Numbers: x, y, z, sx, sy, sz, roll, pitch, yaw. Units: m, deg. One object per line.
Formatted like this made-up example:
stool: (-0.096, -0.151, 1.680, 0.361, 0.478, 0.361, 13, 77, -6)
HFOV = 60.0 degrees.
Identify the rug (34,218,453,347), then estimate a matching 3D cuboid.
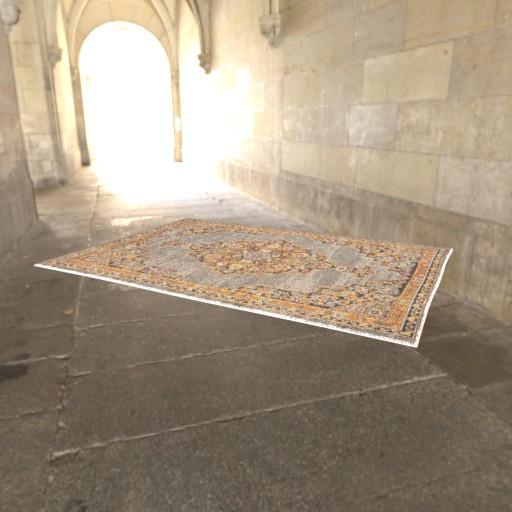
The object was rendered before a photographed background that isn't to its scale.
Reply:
rug: (0.000, 0.000, 3.938, 3.063, 0.024, 2.158, 9, 19, 26)
